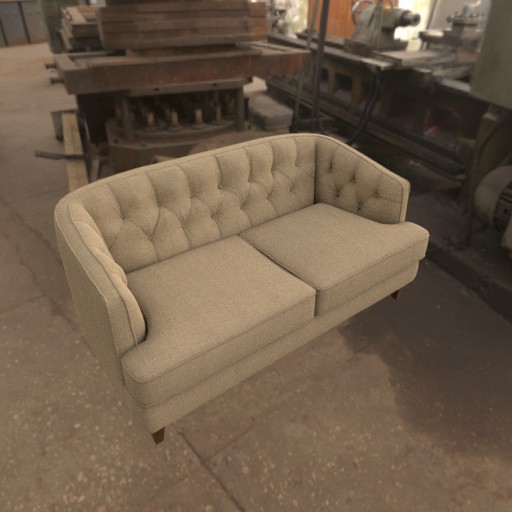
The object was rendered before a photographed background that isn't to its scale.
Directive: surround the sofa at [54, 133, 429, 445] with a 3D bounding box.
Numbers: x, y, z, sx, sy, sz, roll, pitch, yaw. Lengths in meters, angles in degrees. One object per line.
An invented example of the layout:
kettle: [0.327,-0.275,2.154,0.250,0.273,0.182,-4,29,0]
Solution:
sofa: [0.000,0.000,2.269,1.733,0.855,0.941,-23,39,-31]
